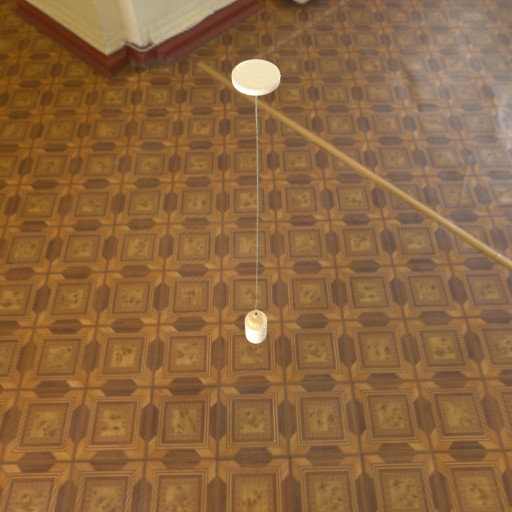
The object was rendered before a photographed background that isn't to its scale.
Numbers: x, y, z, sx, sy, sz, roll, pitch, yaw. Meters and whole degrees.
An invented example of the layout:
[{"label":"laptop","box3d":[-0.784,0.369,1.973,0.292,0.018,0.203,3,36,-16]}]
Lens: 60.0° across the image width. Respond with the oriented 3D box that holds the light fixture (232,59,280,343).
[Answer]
[{"label":"light fixture","box3d":[0.000,0.000,1.908,0.125,1.798,0.125,-1,59,-1]}]
